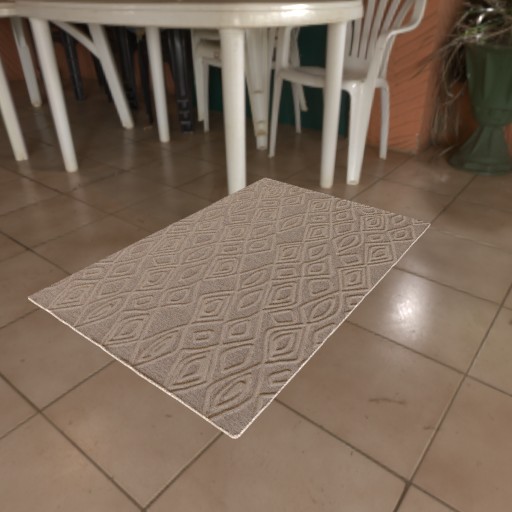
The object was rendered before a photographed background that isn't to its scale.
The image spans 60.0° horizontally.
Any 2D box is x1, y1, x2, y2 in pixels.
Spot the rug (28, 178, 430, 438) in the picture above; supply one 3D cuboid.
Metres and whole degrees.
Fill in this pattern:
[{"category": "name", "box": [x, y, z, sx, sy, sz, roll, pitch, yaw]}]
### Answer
[{"category": "rug", "box": [0.000, 0.000, 2.318, 1.224, 0.016, 1.832, 21, 37, 31]}]
